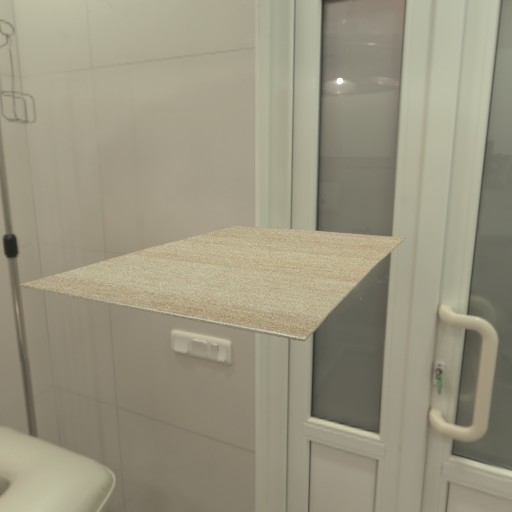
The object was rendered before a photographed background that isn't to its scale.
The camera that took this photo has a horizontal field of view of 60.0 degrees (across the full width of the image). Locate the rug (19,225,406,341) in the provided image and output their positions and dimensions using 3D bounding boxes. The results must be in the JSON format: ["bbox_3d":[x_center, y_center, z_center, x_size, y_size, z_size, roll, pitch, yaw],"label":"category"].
[{"bbox_3d":[0.000,0.000,2.957,1.574,0.029,2.346,6,14,26],"label":"rug"}]
